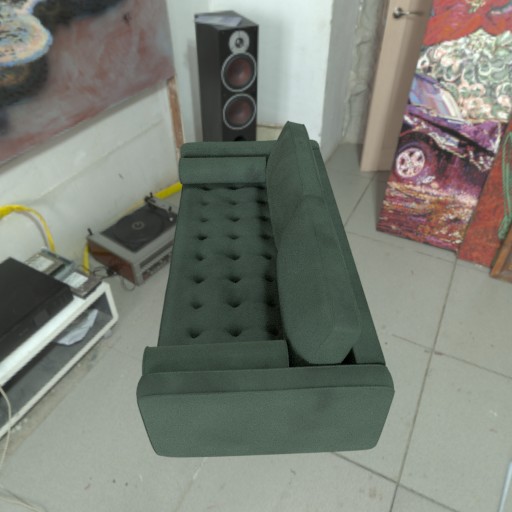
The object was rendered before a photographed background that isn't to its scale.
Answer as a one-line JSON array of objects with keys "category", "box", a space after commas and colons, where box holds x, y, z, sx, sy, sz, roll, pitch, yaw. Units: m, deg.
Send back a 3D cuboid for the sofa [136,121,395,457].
[{"category": "sofa", "box": [0.000, 0.000, 2.325, 0.916, 0.772, 1.880, -1, 41, -2]}]
